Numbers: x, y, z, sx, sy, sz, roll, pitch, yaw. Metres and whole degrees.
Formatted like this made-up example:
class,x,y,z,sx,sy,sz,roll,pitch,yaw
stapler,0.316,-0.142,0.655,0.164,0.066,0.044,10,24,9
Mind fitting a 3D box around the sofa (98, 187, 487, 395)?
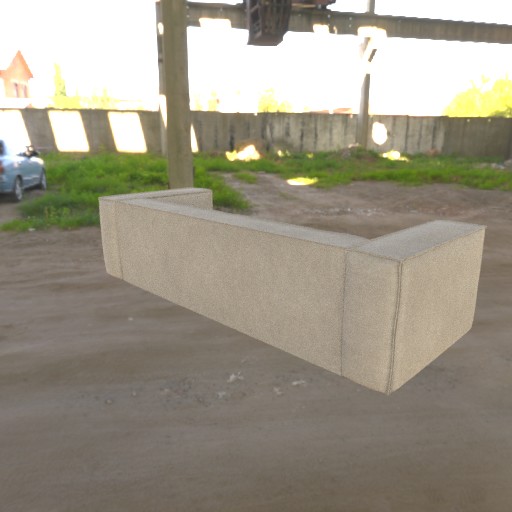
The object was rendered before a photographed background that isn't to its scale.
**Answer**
class,x,y,z,sx,sy,sz,roll,pitch,yaw
sofa,0.000,0.000,3.108,2.697,0.680,1.038,15,21,43
